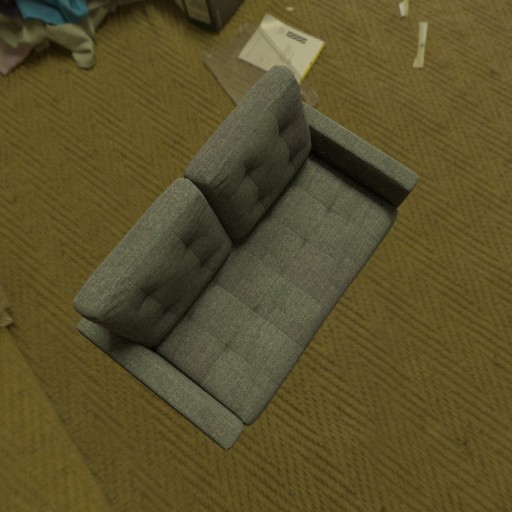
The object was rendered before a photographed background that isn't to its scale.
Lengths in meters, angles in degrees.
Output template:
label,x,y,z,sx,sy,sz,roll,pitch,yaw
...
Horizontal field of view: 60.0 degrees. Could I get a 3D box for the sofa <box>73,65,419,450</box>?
label,x,y,z,sx,sy,sz,roll,pitch,yaw
sofa,0.000,0.000,1.972,0.842,0.907,1.407,36,78,9
